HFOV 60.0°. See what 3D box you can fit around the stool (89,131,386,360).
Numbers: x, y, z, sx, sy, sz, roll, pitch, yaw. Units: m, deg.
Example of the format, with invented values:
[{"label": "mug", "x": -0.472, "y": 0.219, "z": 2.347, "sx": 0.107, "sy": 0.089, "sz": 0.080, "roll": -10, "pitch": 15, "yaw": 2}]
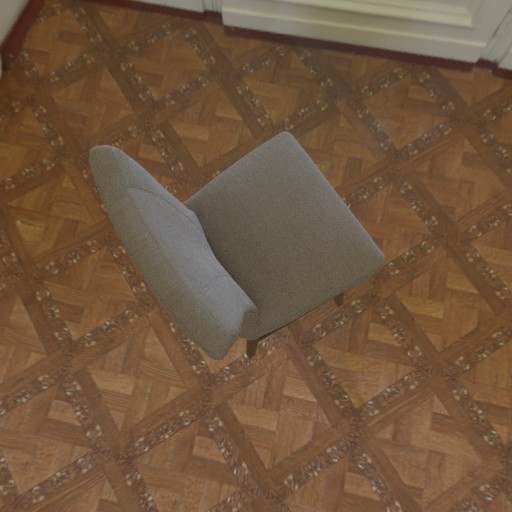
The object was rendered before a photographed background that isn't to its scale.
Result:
[{"label": "stool", "x": 0.000, "y": 0.000, "z": 1.399, "sx": 0.574, "sy": 1.086, "sz": 0.514, "roll": -32, "pitch": 77, "yaw": -9}]
